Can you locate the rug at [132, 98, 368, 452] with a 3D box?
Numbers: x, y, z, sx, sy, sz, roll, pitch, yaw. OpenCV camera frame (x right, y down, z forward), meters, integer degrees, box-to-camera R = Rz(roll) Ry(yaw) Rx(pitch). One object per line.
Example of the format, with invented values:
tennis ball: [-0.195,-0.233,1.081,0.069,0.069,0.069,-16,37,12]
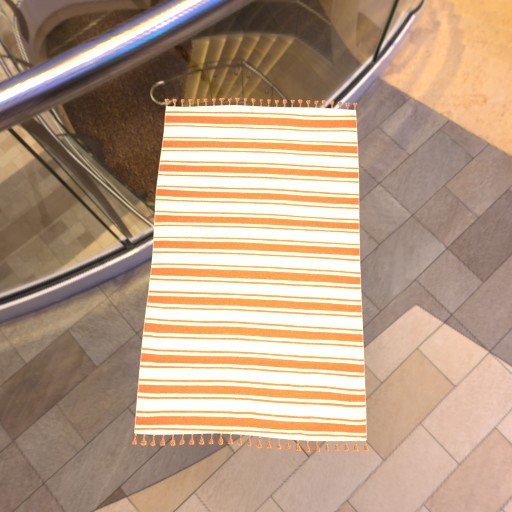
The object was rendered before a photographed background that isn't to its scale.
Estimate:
rug: [0.000,0.000,2.575,1.232,0.017,2.092,2,75,0]
